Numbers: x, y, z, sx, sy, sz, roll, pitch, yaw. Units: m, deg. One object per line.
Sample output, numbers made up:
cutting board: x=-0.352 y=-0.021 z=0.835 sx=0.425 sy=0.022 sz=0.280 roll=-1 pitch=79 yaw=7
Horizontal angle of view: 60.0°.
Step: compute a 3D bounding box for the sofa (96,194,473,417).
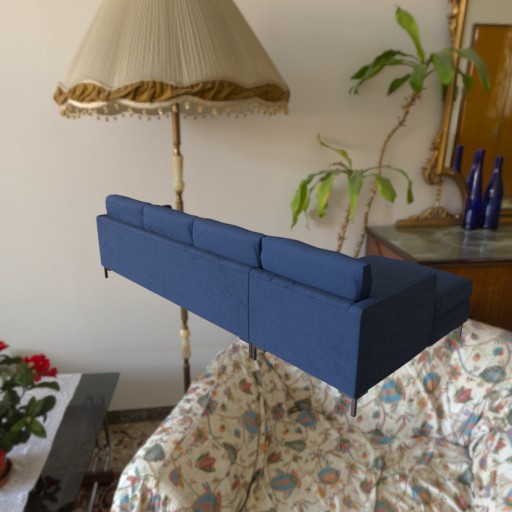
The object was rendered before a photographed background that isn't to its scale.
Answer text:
sofa: x=0.000 y=0.000 z=2.985 sx=1.128 sy=0.679 sz=2.450 roll=-16 pitch=24 yaw=-41
